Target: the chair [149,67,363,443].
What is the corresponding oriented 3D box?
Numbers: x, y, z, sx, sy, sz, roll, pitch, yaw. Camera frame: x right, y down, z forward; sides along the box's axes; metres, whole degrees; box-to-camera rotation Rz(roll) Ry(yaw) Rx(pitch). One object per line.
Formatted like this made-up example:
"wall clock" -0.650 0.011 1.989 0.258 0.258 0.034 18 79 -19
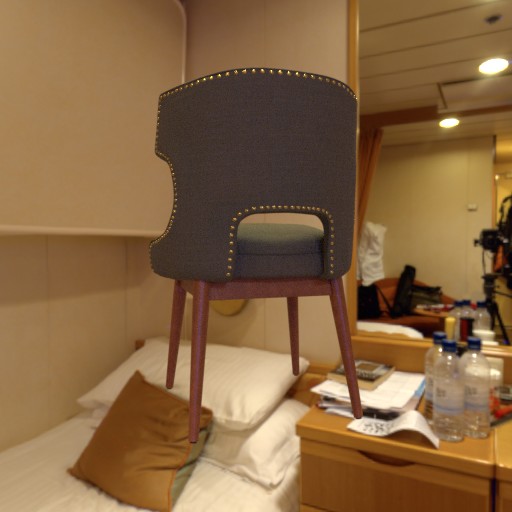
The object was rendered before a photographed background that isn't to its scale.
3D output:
"chair" 0.000 0.000 1.280 0.595 0.863 0.581 -1 2 -19
